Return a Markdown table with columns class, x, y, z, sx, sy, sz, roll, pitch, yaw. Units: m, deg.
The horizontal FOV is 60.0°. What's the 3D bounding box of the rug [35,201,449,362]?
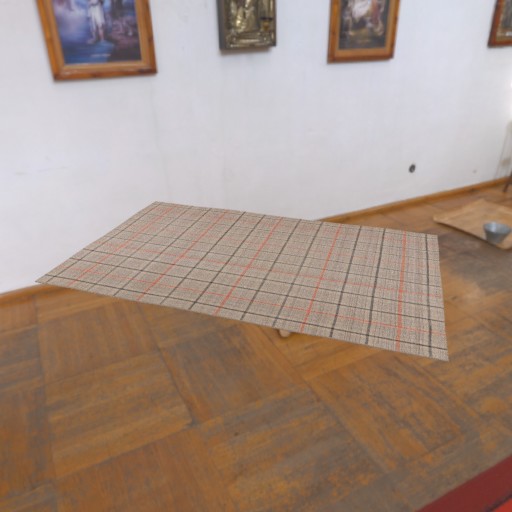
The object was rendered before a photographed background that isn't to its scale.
| class | x | y | z | sx | sy | sz | roll | pitch | yaw |
| --- | --- | --- | --- | --- | --- | --- | --- | --- | --- |
| rug | 0.000 | 0.000 | 3.103 | 2.439 | 0.015 | 1.524 | 8 | 28 | 16 |
